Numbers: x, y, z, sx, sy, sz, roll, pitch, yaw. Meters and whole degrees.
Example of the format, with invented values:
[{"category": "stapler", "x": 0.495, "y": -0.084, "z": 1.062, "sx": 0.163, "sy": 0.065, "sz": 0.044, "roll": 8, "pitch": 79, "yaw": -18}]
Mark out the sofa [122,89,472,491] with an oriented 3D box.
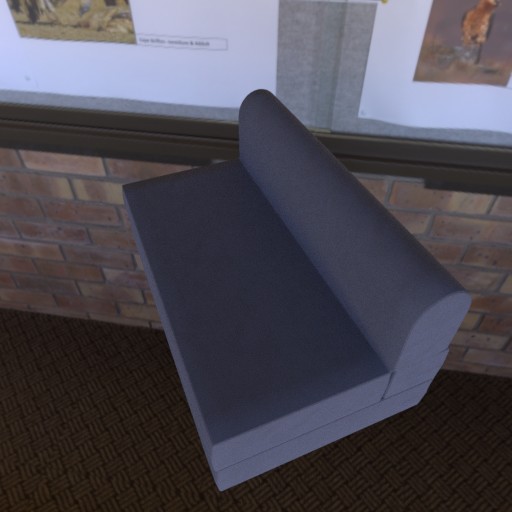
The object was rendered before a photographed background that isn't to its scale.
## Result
[{"category": "sofa", "x": 0.000, "y": 0.000, "z": 1.620, "sx": 0.762, "sy": 0.660, "sz": 1.219, "roll": -17, "pitch": 48, "yaw": -16}]
